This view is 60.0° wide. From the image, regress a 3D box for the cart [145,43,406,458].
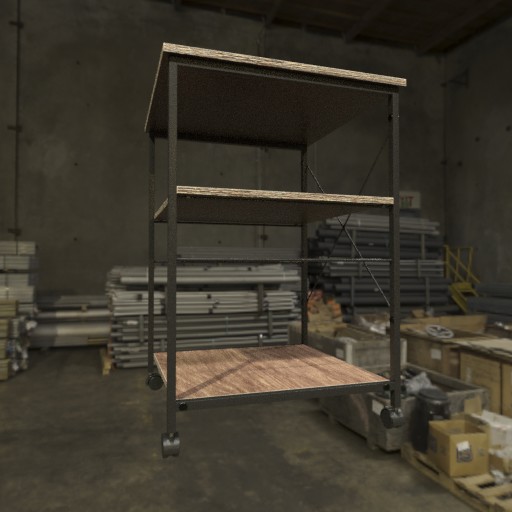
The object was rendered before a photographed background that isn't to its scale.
[{"bbox_3d":[0.000,0.000,1.125,0.520,0.762,0.521,0,-1,-18],"label":"cart"}]
